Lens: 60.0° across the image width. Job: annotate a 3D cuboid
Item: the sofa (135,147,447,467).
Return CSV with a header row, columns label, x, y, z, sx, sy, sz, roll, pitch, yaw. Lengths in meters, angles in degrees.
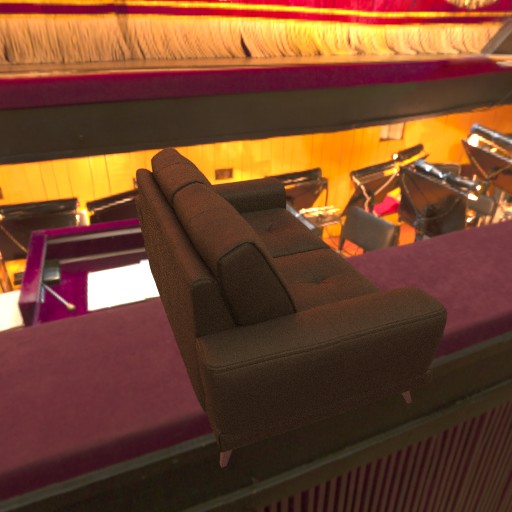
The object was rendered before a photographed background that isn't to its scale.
label,x,y,z,sx,sy,sz,roll,pitch,yaw
sofa,0.000,0.000,2.368,1.018,0.907,1.806,-11,31,-19
